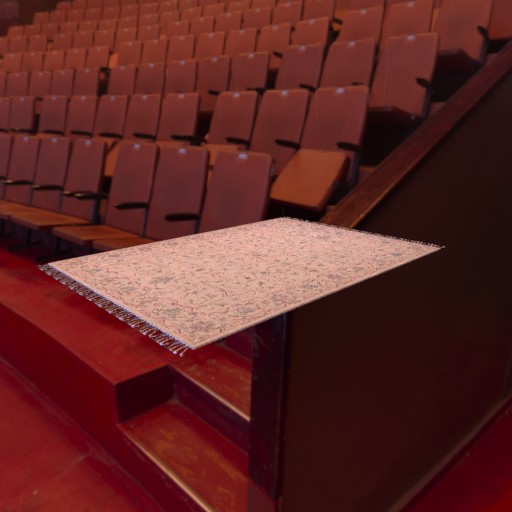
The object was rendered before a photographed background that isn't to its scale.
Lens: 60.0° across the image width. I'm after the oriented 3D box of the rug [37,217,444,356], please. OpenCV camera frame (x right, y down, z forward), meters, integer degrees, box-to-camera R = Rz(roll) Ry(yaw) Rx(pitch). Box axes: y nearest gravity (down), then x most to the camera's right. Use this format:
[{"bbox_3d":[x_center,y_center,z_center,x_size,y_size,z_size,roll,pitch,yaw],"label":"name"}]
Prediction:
[{"bbox_3d":[0.000,0.000,2.332,1.802,0.008,1.247,-15,22,-42],"label":"rug"}]
